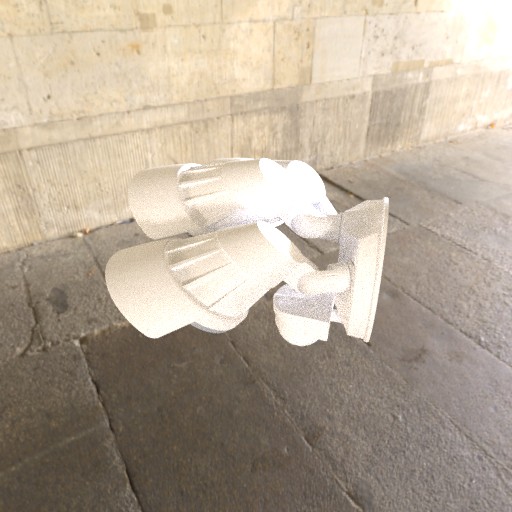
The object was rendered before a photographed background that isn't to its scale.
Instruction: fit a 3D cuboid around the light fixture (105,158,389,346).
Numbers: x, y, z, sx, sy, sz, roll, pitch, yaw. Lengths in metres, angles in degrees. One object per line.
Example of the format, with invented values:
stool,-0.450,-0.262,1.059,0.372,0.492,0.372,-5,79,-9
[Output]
light fixture,0.000,0.000,0.524,0.278,0.237,0.369,8,33,12
